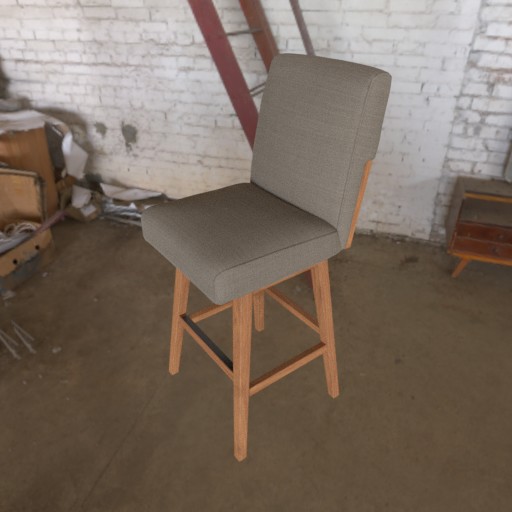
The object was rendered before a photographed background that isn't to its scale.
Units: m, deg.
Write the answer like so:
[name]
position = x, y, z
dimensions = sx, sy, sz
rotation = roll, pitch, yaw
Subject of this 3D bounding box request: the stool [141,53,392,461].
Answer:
[stool]
position = 0.000, 0.000, 1.397
dimensions = 0.570, 1.112, 0.483
rotation = -21, 38, -31
